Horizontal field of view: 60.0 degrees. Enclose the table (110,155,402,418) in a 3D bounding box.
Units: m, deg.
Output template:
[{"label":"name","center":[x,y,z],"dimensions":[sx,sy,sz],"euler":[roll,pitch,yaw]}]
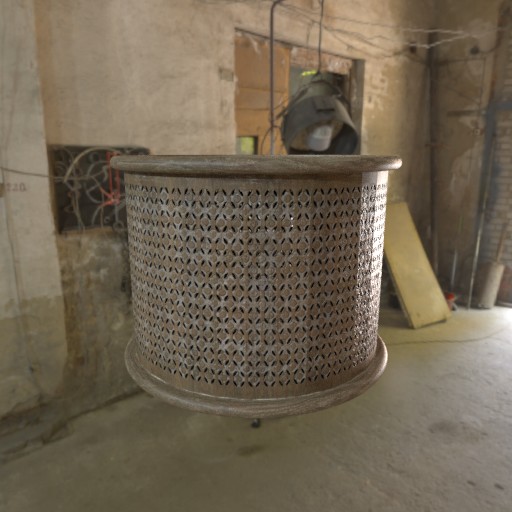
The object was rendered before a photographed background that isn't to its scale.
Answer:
[{"label":"table","center":[0.000,0.000,1.017],"dimensions":[0.607,0.450,0.607],"euler":[0,13,0]}]
